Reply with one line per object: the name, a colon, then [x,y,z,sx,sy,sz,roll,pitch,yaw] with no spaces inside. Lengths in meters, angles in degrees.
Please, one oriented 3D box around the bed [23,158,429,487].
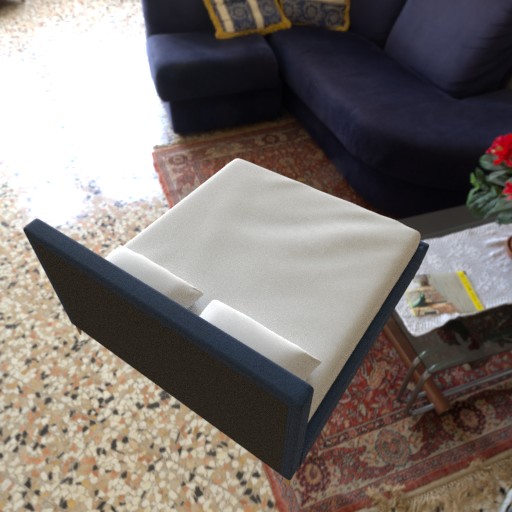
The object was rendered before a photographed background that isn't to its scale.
bed: [0.000,0.000,3.458,2.096,1.231,2.232,27,52,23]
